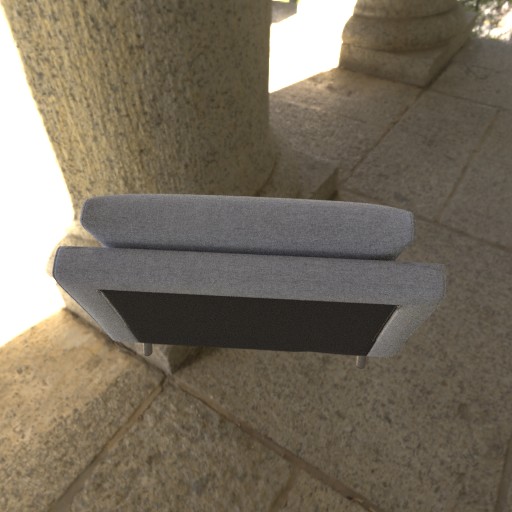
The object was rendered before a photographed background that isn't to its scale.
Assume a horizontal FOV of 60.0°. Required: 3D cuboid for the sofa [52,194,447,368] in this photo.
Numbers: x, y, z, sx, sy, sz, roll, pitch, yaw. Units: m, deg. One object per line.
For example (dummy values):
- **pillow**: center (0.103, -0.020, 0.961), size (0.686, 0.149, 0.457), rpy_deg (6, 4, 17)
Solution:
- **sofa**: center (0.000, 0.000, 1.887), size (1.220, 0.910, 0.910), rpy_deg (3, 45, 3)
